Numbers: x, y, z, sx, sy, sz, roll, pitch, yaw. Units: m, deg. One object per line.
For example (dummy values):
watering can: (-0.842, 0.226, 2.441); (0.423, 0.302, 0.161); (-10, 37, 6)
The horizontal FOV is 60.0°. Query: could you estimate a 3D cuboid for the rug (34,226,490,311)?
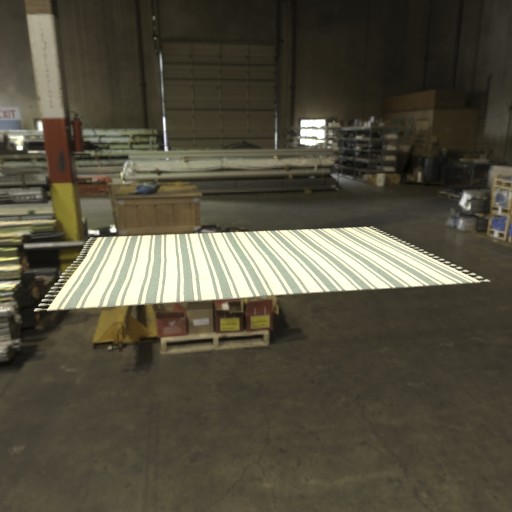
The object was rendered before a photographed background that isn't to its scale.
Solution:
rug: (0.000, 0.000, 3.008); (2.410, 0.011, 1.539); (-3, 16, -10)
